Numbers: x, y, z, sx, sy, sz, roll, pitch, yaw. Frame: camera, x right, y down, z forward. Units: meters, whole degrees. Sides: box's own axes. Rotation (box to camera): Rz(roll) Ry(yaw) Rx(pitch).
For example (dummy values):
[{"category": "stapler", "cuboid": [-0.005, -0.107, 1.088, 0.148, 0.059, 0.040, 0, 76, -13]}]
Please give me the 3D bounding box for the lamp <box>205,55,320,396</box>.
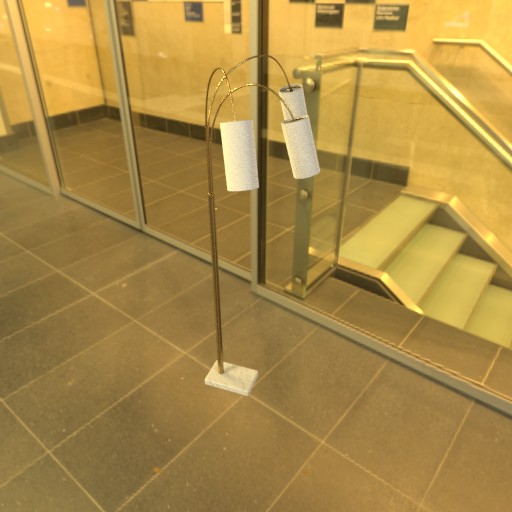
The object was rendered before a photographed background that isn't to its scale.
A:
[{"category": "lamp", "cuboid": [0.000, 0.000, 2.534, 0.667, 2.055, 1.020, 10, 32, 17]}]
